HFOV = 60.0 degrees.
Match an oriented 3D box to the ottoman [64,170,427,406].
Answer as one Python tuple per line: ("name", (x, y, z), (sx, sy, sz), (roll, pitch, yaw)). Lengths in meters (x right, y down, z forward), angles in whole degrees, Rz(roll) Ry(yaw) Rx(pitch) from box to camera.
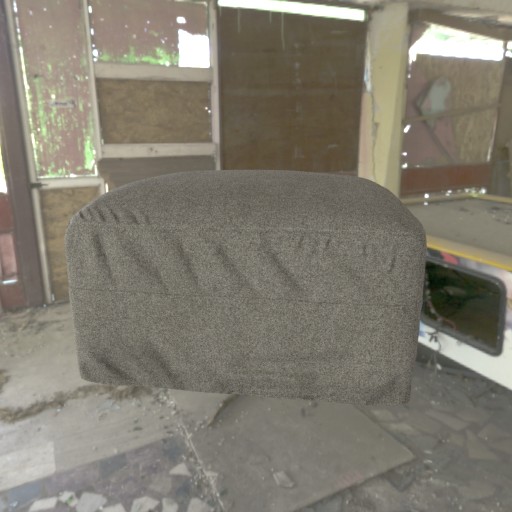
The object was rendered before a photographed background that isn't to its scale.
("ottoman", (0.000, 0.000, 1.274), (0.837, 0.481, 0.683), (2, 16, 8))
